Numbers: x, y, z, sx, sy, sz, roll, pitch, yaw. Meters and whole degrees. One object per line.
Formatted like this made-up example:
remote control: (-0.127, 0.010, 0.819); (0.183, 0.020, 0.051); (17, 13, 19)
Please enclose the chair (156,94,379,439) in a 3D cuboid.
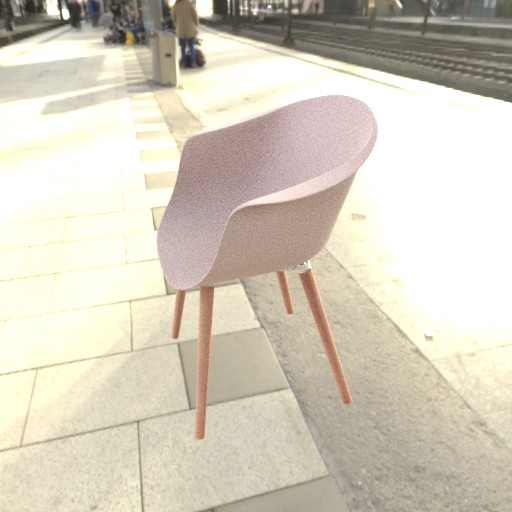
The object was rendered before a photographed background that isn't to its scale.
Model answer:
chair: (0.000, 0.000, 1.184); (0.504, 0.781, 0.593); (-9, 31, -15)
